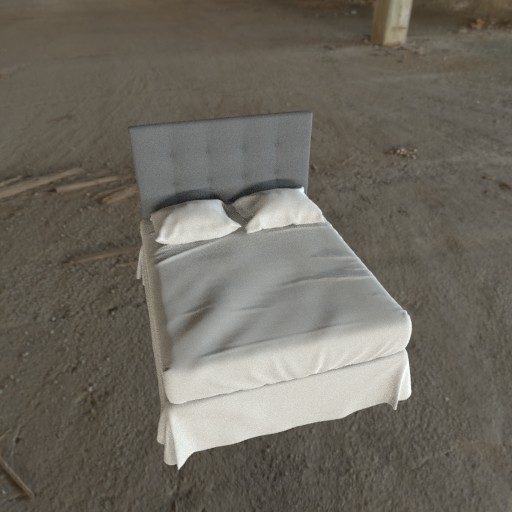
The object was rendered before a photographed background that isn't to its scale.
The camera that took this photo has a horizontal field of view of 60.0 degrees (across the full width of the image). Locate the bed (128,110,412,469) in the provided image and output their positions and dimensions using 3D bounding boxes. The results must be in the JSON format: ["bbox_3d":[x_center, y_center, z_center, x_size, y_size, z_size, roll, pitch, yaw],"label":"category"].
[{"bbox_3d":[0.000,0.000,3.481,1.936,1.577,2.222,-9,36,-13],"label":"bed"}]
